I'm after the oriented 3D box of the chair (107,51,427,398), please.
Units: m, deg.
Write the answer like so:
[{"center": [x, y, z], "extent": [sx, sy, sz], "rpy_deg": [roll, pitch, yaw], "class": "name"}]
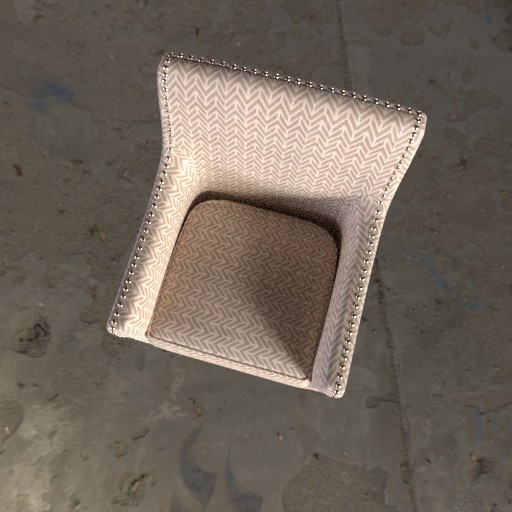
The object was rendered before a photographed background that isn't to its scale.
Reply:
[{"center": [0.000, 0.000, 1.288], "extent": [0.623, 0.816, 0.651], "rpy_deg": [15, 76, 4], "class": "chair"}]
